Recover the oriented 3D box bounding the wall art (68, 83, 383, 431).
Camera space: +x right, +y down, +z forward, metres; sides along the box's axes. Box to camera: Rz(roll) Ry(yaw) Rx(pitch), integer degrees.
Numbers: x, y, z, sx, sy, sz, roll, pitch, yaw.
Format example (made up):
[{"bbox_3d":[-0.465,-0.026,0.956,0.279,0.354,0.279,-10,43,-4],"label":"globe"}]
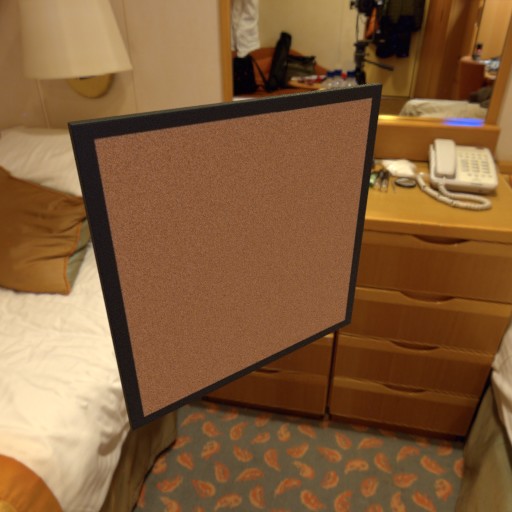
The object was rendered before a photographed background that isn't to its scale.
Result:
[{"bbox_3d":[0.000,0.000,0.971,0.663,0.659,0.016,-19,35,-30],"label":"wall art"}]
